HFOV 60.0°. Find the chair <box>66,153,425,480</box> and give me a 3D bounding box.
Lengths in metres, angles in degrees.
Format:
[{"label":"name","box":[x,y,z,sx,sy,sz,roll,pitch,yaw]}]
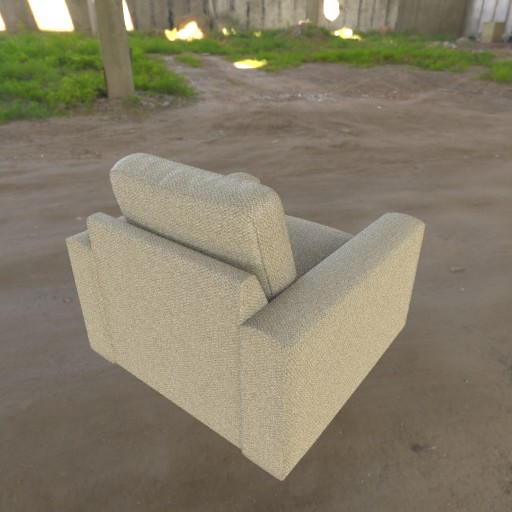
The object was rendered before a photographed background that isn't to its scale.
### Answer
[{"label":"chair","box":[0.000,0.000,1.769,1.005,0.873,1.016,21,35,32]}]
